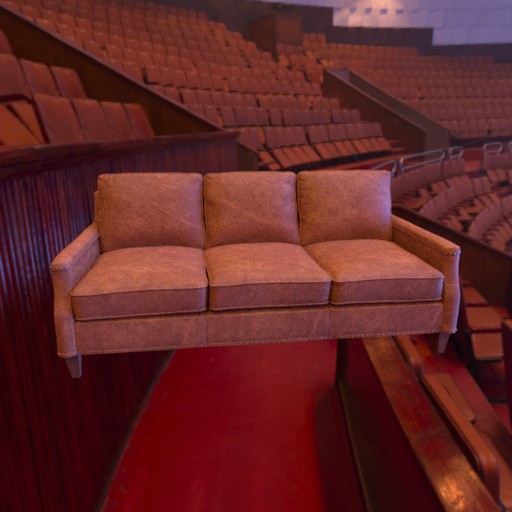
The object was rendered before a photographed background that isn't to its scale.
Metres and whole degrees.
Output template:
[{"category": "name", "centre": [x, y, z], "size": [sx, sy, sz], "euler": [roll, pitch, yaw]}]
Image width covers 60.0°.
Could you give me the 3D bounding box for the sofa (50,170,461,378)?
[{"category": "sofa", "centre": [0.000, 0.000, 2.851], "size": [2.246, 1.003, 1.084], "euler": [-2, 17, -7]}]
